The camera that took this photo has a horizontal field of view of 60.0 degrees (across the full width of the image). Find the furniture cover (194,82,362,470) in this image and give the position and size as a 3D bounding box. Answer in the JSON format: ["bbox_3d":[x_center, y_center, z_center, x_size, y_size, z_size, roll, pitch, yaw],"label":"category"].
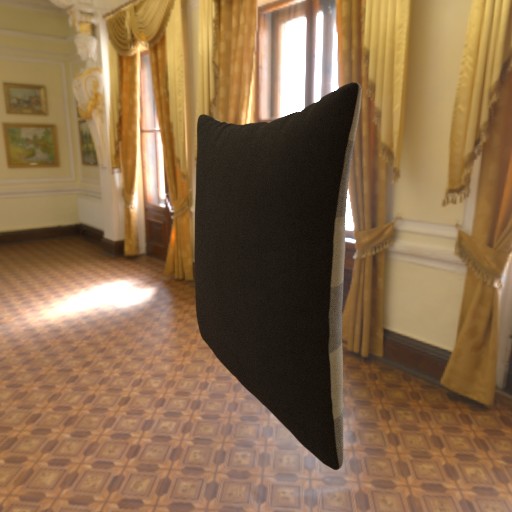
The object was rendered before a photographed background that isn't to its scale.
[{"bbox_3d":[0.000,0.000,0.776,0.161,0.509,0.511,-7,15,-26],"label":"furniture cover"}]
